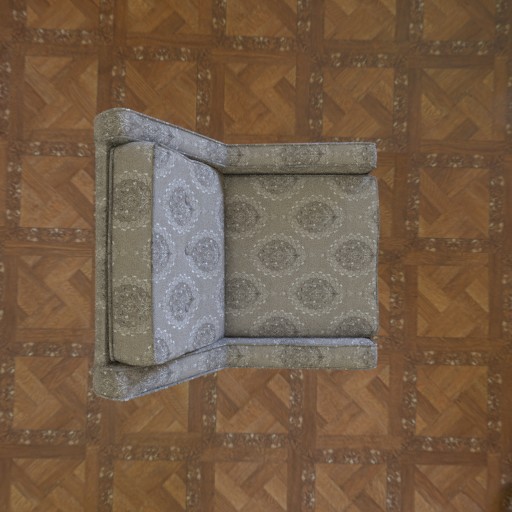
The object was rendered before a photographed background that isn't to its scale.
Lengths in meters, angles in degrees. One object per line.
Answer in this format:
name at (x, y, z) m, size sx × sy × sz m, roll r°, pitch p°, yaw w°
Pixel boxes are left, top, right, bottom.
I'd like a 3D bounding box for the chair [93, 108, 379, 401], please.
chair at (0.000, 0.000, 1.345) m, size 0.750 × 0.797 × 0.665 m, roll 0°, pitch 89°, yaw 0°
